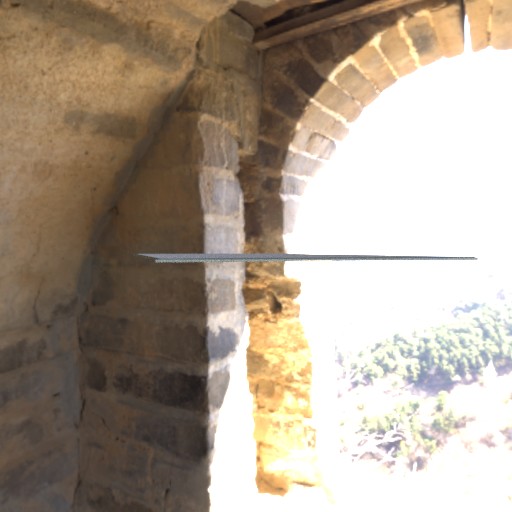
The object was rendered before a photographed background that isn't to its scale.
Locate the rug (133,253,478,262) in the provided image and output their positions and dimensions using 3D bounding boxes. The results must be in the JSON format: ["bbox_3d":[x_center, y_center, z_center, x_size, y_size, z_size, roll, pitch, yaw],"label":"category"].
[{"bbox_3d":[0.000,0.000,3.580,1.819,0.018,2.746,0,1,-17],"label":"rug"}]
